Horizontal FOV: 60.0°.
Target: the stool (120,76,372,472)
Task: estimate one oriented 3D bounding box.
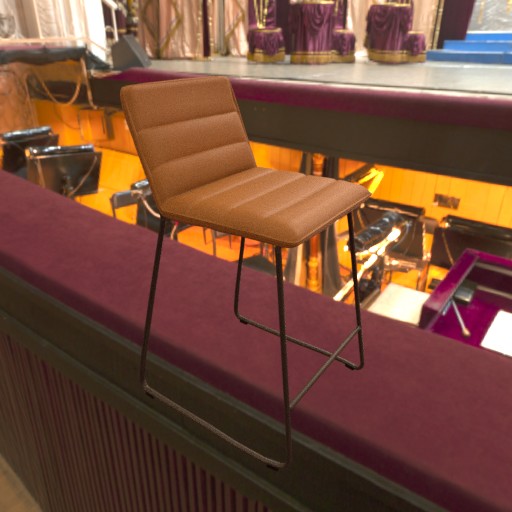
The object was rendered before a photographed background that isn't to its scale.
[{"bbox_3d":[0.000,0.000,1.193,0.524,0.866,0.489,18,31,31],"label":"stool"}]
